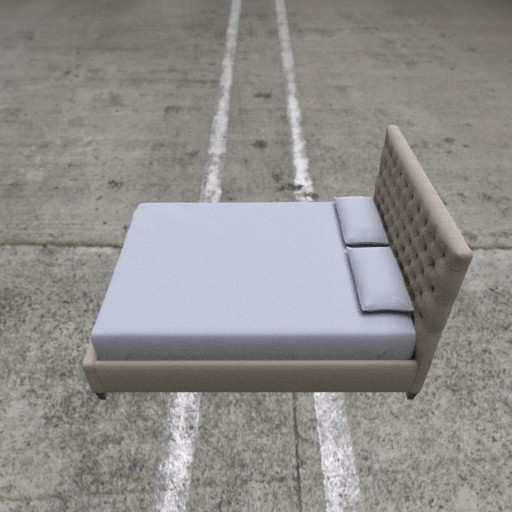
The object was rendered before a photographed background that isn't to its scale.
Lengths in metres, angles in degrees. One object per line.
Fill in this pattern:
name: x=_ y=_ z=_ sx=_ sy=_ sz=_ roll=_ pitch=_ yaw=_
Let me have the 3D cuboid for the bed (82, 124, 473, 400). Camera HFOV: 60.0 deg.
bed: x=0.000 y=0.000 z=3.461 sx=2.387 sy=1.427 sz=1.698 roll=0 pitch=40 yaw=0
